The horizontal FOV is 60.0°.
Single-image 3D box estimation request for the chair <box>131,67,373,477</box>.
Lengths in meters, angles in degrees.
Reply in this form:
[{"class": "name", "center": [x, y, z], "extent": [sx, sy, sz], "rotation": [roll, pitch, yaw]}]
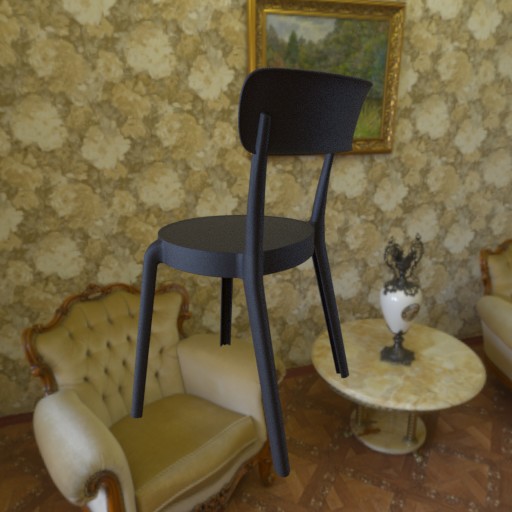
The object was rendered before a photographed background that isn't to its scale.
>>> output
[{"class": "chair", "center": [0.000, 0.000, 1.082], "extent": [0.491, 0.790, 0.506], "rotation": [8, 18, 27]}]
